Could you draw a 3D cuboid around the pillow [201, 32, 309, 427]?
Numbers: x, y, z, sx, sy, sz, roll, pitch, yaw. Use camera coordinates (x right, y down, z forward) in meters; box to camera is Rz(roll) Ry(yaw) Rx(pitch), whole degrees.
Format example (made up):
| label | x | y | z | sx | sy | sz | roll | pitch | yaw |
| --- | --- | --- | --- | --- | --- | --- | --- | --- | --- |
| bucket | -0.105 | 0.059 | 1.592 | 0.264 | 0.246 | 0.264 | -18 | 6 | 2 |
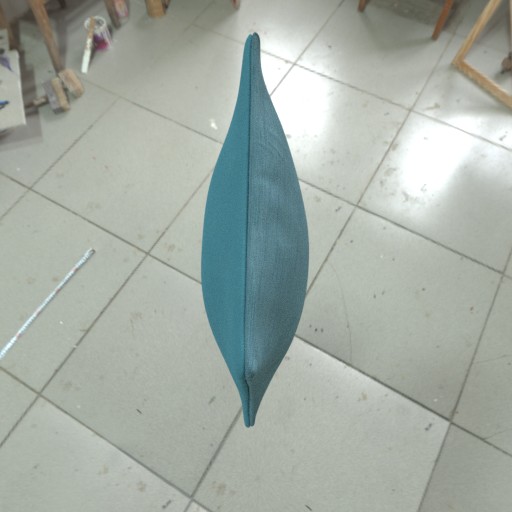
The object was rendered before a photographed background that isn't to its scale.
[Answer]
| label | x | y | z | sx | sy | sz | roll | pitch | yaw |
| --- | --- | --- | --- | --- | --- | --- | --- | --- | --- |
| pillow | 0.000 | 0.000 | 0.647 | 0.151 | 0.415 | 0.433 | 1 | 63 | 0 |
